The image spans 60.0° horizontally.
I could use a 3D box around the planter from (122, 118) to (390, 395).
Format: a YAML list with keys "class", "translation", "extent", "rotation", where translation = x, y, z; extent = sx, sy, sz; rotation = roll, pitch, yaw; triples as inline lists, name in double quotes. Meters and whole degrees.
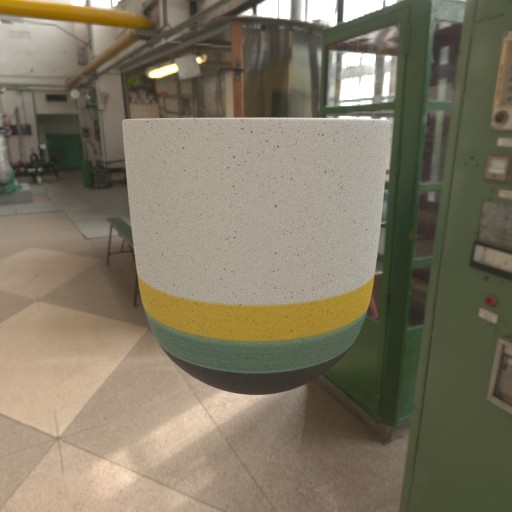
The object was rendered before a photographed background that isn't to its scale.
- class: "planter"
  translation: [0.000, 0.000, 0.365]
  extent: [0.195, 0.214, 0.195]
  rotation: [0, 16, 0]
